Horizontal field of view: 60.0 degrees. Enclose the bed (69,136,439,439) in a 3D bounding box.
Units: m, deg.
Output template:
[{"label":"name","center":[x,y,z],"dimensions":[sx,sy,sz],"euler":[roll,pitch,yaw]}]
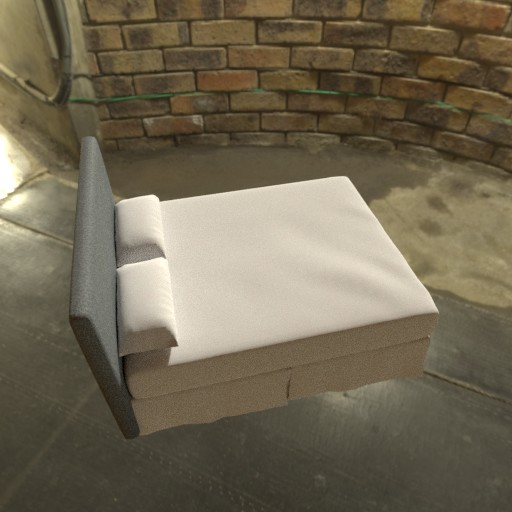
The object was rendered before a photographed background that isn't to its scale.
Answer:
[{"label":"bed","center":[0.000,0.000,3.153],"dimensions":[2.142,1.330,1.723],"euler":[-10,45,-10]}]
